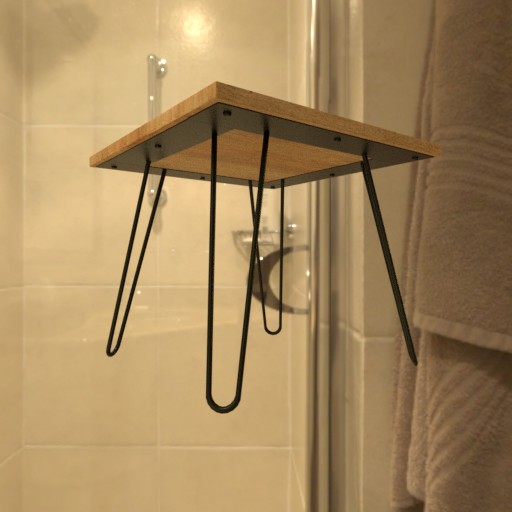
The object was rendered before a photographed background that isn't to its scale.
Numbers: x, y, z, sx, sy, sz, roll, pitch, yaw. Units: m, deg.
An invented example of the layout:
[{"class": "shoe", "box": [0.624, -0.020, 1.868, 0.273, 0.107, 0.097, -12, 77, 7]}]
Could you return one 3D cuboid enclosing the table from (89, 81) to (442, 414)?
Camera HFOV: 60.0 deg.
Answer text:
[{"class": "table", "box": [0.000, 0.000, 1.055, 0.599, 0.500, 0.599, 0, -1, -37]}]
